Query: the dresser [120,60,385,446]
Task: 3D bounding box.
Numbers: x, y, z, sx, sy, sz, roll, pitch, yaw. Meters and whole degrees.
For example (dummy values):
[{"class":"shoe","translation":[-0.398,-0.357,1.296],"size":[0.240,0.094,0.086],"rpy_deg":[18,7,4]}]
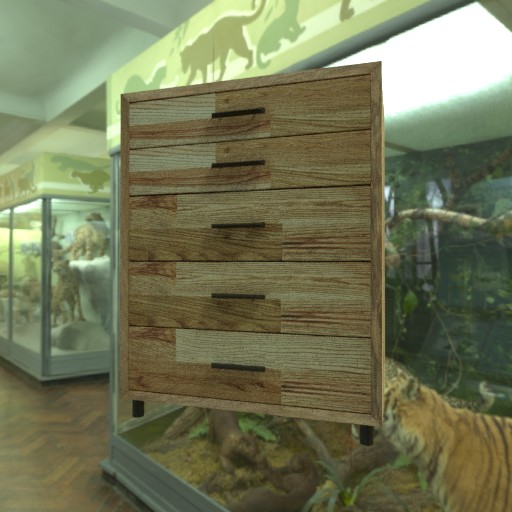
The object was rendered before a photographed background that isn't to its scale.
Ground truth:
[{"class":"dresser","translation":[0.000,0.000,1.745],"size":[0.966,1.243,0.480],"rpy_deg":[0,0,17]}]
